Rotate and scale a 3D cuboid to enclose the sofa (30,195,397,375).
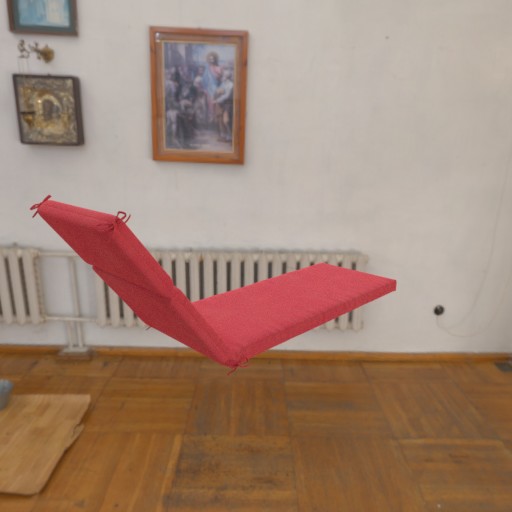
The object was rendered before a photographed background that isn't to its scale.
[{"bbox_3d":[0.000,0.000,1.954,1.663,0.622,0.582,-14,20,-43],"label":"sofa"}]
